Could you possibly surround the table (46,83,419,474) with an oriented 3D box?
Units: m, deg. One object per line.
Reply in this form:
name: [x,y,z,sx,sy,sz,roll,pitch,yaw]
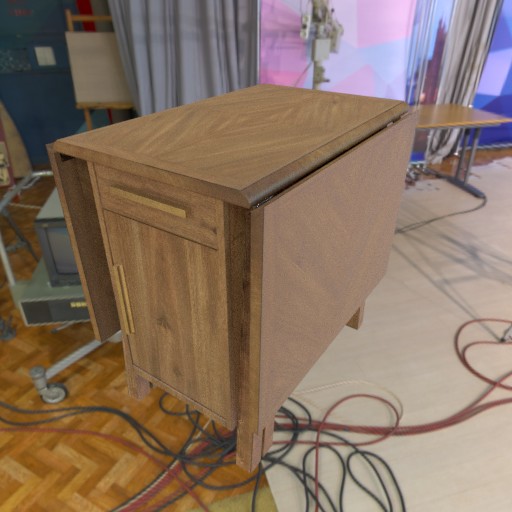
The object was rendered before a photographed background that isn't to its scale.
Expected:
table: [0.000,0.000,1.598,0.701,0.981,0.967,20,36,29]
